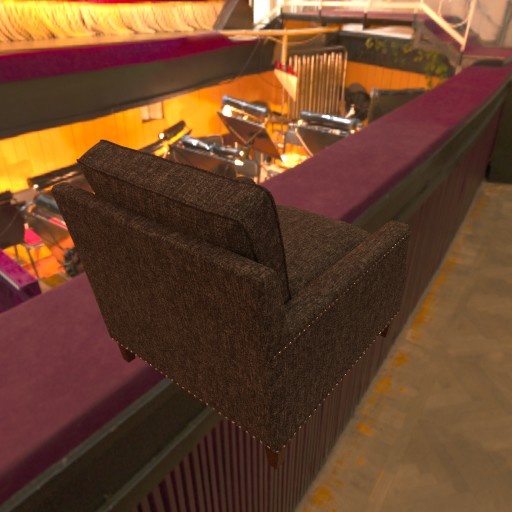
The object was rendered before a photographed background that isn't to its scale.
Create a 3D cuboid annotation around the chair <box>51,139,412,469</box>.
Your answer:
[{"bbox_3d":[0.000,0.000,1.663,0.853,0.943,1.014,22,38,33],"label":"chair"}]
